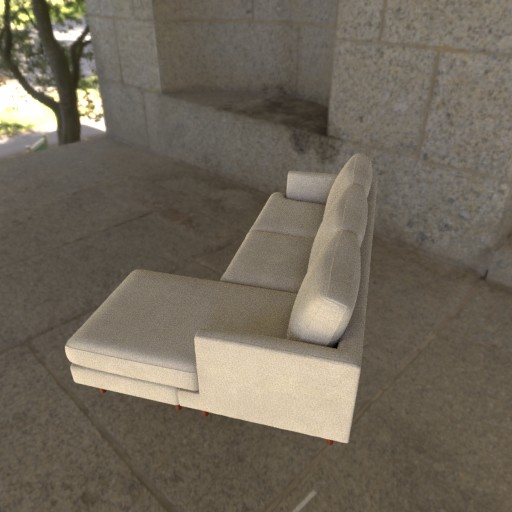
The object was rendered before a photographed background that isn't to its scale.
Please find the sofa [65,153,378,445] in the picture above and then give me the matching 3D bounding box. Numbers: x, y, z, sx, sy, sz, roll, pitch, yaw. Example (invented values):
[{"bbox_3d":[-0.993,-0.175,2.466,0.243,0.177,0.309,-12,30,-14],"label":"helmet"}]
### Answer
[{"bbox_3d":[0.000,0.000,3.044,1.504,0.956,2.233,8,32,13],"label":"sofa"}]
